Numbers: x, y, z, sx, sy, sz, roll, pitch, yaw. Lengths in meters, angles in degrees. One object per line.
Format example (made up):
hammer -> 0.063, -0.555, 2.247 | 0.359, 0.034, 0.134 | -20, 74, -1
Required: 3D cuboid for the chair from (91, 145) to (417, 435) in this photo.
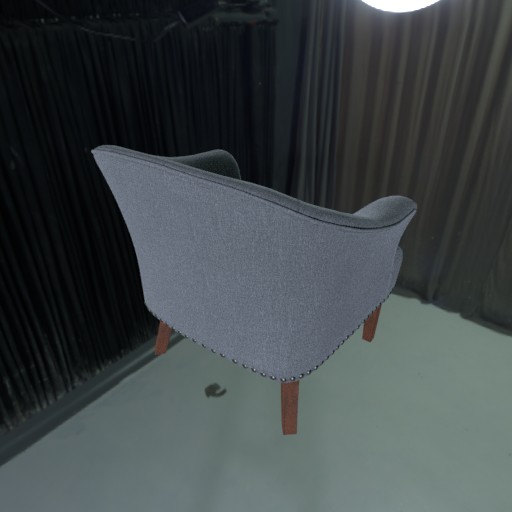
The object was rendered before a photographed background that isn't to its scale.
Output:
chair -> 0.000, 0.000, 1.404 | 0.798, 0.815, 0.704 | 22, 38, 31
